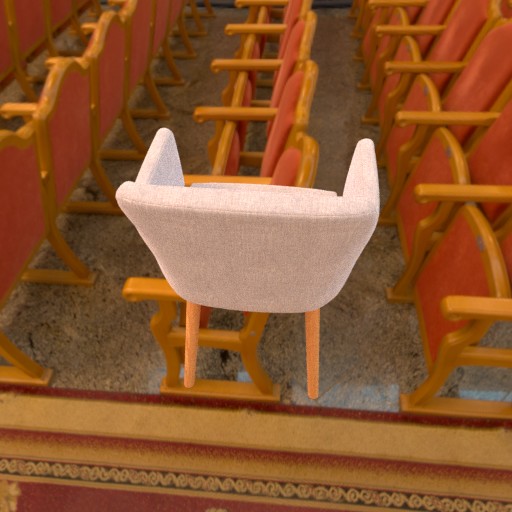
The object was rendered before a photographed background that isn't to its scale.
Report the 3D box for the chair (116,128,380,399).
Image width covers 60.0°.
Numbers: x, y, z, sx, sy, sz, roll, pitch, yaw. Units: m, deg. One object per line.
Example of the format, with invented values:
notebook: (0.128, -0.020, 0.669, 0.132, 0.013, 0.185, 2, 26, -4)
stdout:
chair: (0.000, 0.000, 1.190, 0.570, 0.780, 0.540, 4, 46, 4)
